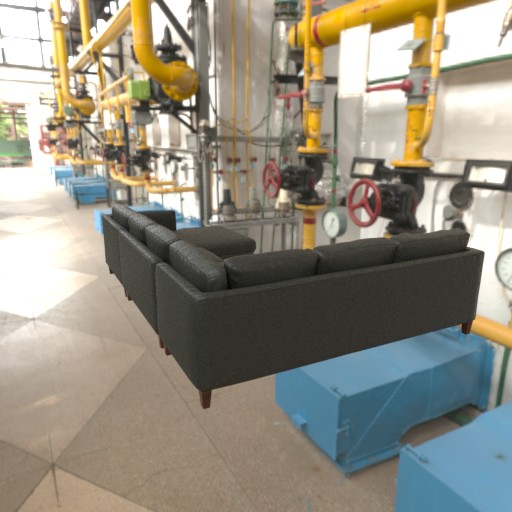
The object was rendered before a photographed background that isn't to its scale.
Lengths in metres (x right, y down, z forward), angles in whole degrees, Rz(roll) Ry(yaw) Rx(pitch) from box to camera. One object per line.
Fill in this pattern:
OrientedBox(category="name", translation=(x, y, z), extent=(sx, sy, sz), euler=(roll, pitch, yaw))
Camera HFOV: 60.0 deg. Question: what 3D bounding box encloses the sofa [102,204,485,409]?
OrientedBox(category="sofa", translation=(0.000, 0.000, 4.660), extent=(2.593, 0.923, 3.460), euler=(-7, 16, -26))
